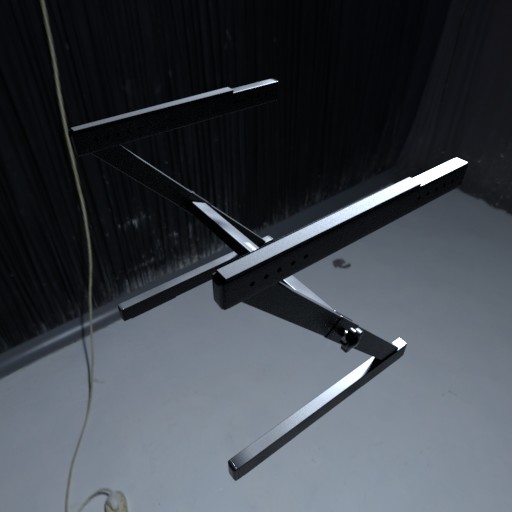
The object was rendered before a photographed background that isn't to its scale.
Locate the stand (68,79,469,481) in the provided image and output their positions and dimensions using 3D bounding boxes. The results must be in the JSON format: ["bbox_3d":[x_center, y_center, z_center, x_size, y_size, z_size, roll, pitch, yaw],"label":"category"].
[{"bbox_3d":[0.000,0.000,1.122,0.586,0.617,0.700,-26,46,-27],"label":"stand"}]
